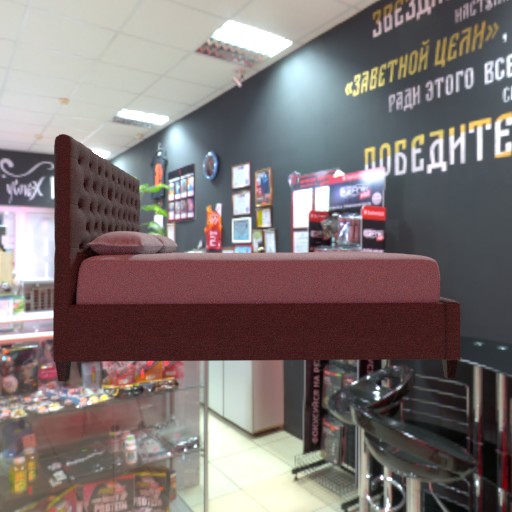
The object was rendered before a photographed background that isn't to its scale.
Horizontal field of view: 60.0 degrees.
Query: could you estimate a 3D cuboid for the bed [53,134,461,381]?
[{"bbox_3d":[0.000,0.000,3.401,2.387,1.427,1.698,0,1,-1],"label":"bed"}]
